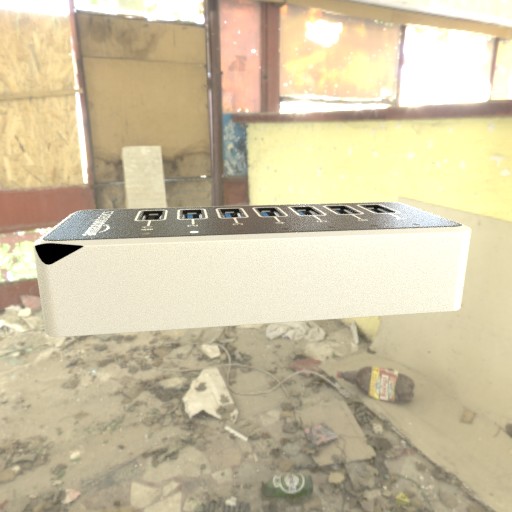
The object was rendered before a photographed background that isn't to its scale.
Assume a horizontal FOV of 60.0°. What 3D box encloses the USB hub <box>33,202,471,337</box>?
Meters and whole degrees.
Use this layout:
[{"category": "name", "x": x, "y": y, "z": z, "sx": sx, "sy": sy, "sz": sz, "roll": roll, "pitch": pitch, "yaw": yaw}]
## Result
[{"category": "USB hub", "x": 0.000, "y": 0.000, "z": 0.130, "sx": 0.110, "sy": 0.023, "sz": 0.044, "roll": -2, "pitch": 16, "yaw": -8}]
